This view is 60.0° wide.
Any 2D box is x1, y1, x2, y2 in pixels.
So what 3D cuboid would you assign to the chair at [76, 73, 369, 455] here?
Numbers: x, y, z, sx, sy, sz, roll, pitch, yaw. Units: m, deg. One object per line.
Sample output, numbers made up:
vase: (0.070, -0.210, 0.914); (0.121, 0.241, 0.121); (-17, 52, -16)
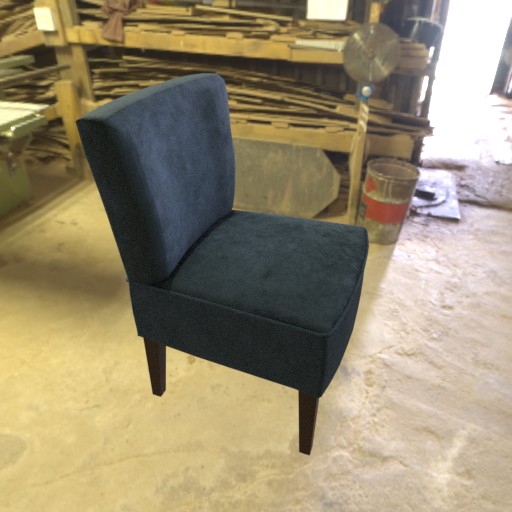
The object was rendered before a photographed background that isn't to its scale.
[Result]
chair: (0.000, 0.000, 1.149); (0.551, 0.806, 0.521); (11, 33, 17)
